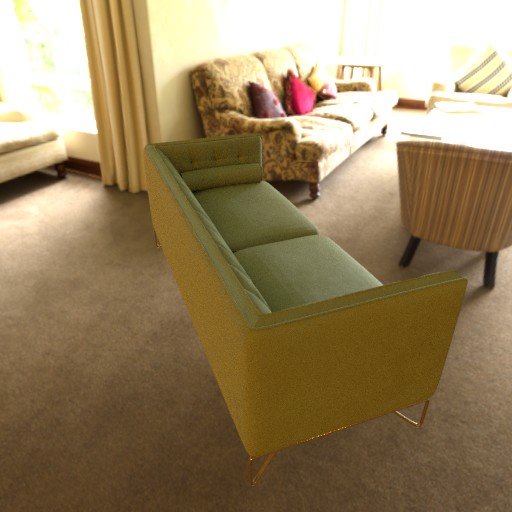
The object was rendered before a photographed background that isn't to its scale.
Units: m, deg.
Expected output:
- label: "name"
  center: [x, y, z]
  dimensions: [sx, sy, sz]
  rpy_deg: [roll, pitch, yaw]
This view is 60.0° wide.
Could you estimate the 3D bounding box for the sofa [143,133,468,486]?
- label: "sofa"
  center: [0.000, 0.000, 2.461]
  dimensions: [0.867, 0.789, 2.087]
  rpy_deg: [-11, 32, -18]
